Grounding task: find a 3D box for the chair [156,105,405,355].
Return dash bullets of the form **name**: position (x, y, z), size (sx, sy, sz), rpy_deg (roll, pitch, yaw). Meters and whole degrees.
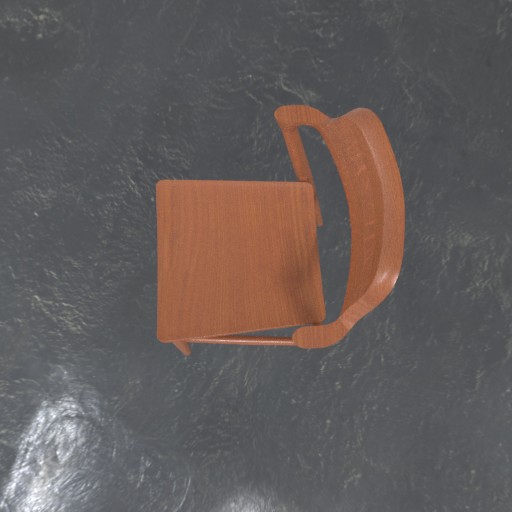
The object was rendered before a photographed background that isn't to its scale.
- **chair**: position (0.000, 0.000, 1.128), size (0.499, 0.801, 0.496), rpy_deg (-3, 76, -1)
